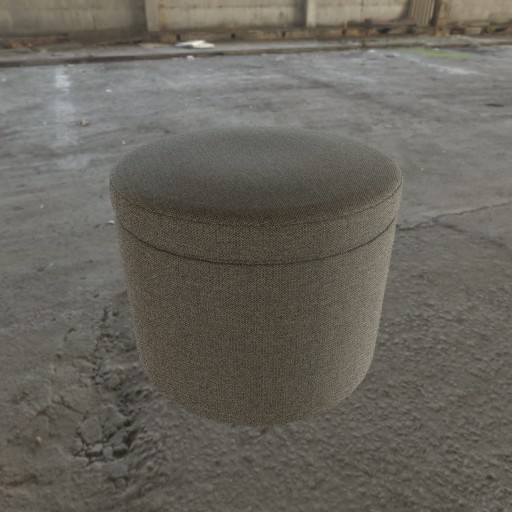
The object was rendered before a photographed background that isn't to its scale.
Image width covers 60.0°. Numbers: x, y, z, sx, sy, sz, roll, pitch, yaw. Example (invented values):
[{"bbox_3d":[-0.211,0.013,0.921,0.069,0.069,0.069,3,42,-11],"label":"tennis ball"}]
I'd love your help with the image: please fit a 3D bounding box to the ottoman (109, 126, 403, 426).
[{"bbox_3d":[0.000,0.000,0.869,0.500,0.419,0.500,0,30,0],"label":"ottoman"}]
